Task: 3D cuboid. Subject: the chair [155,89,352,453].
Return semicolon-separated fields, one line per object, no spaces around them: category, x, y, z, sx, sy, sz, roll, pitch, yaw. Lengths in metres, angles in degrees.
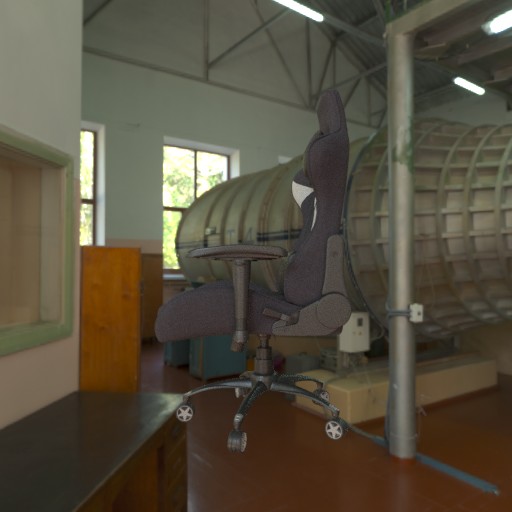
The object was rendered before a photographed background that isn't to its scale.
chair;0.000;0.000;1.768;0.695;1.300;0.730;0;-1;0
